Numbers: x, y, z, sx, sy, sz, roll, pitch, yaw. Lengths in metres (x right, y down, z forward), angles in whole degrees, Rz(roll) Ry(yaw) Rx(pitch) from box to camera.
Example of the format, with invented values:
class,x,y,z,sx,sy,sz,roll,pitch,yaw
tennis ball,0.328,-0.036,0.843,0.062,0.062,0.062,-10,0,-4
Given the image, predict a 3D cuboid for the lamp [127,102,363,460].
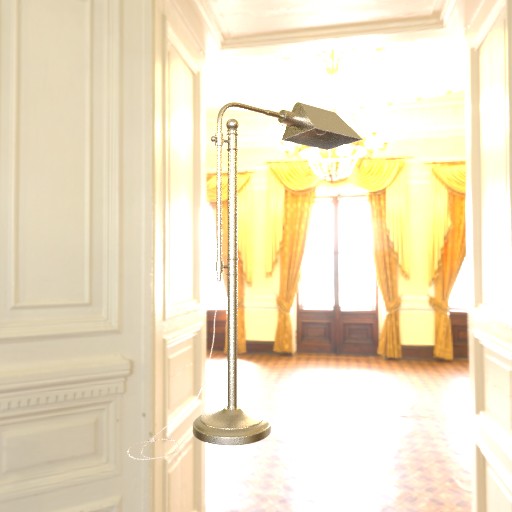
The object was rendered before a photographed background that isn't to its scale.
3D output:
class,x,y,z,sx,sy,sz,roll,pitch,yaw
lamp,0.000,0.000,0.940,0.546,0.708,0.159,1,-1,-35
